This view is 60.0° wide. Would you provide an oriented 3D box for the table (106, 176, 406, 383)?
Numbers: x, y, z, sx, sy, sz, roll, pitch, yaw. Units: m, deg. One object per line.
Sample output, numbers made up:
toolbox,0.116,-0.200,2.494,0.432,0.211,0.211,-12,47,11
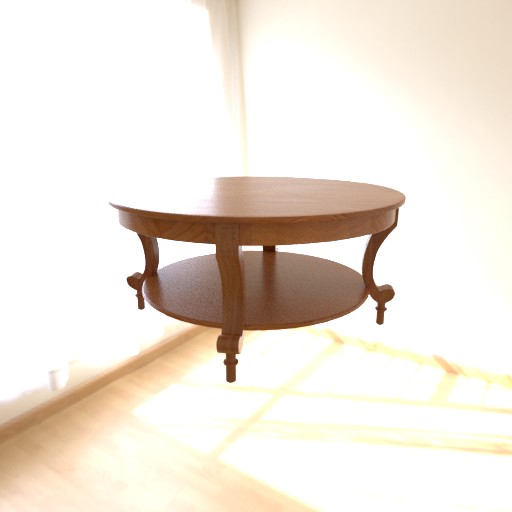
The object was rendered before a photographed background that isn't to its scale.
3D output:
table,0.000,0.000,1.660,1.029,0.490,1.029,0,16,0
